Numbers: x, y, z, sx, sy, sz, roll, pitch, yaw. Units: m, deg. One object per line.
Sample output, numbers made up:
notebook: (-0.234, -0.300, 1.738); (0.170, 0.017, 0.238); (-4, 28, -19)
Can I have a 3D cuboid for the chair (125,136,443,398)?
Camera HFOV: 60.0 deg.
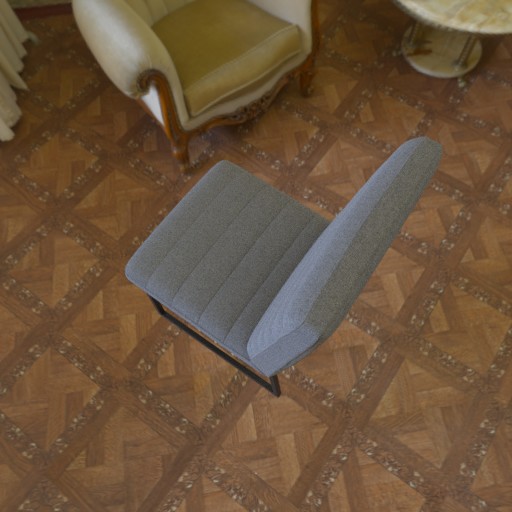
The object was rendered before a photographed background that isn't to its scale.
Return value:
chair: (0.000, 0.000, 1.309); (0.634, 0.930, 0.520); (32, 68, 14)
